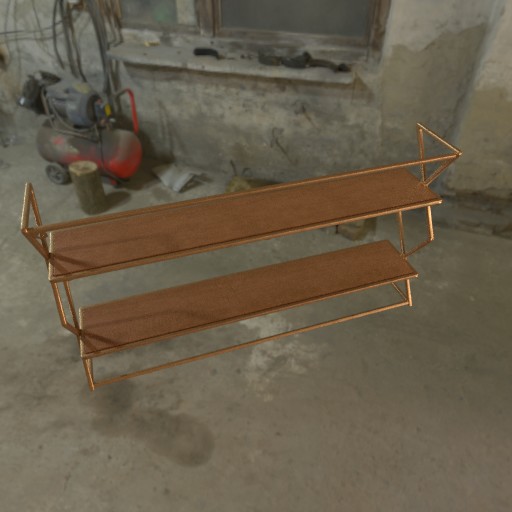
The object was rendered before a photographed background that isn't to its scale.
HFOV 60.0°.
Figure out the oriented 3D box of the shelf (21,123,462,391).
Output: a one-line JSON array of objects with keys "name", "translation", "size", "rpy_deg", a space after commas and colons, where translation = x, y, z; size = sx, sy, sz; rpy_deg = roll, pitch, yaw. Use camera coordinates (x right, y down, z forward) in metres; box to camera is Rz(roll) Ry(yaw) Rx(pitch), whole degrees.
[{"name": "shelf", "translation": [0.000, 0.000, 0.988], "size": [0.822, 0.450, 0.150], "rpy_deg": [-12, 42, -14]}]
